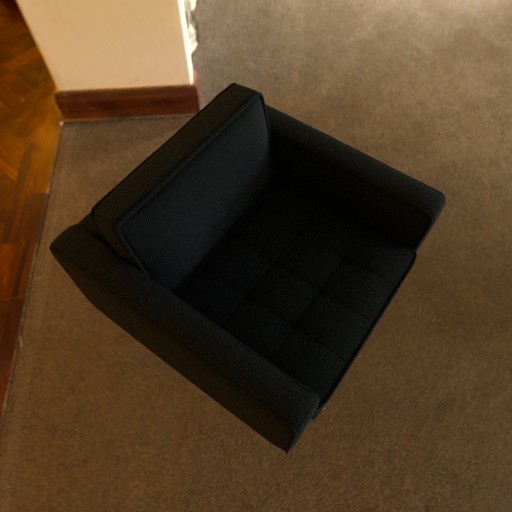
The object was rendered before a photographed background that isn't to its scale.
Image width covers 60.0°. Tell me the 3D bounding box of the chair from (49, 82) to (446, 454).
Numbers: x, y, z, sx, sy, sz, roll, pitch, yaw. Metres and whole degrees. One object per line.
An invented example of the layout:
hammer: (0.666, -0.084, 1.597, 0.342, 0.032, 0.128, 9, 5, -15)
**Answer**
chair: (0.000, 0.000, 1.536, 0.920, 0.770, 0.899, 32, 65, 17)
